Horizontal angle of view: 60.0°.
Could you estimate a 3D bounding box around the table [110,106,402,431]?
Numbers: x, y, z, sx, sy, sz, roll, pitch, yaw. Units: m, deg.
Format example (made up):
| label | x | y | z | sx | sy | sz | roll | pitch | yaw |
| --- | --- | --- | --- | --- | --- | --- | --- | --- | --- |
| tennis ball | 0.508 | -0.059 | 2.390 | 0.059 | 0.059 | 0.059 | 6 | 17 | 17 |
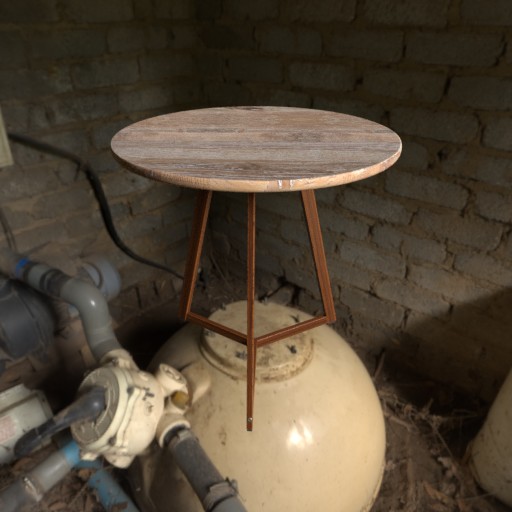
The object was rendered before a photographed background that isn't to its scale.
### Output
| label | x | y | z | sx | sy | sz | roll | pitch | yaw |
| --- | --- | --- | --- | --- | --- | --- | --- | --- | --- |
| table | 0.000 | 0.000 | 0.910 | 0.500 | 0.500 | 0.500 | 0 | 29 | 0 |
